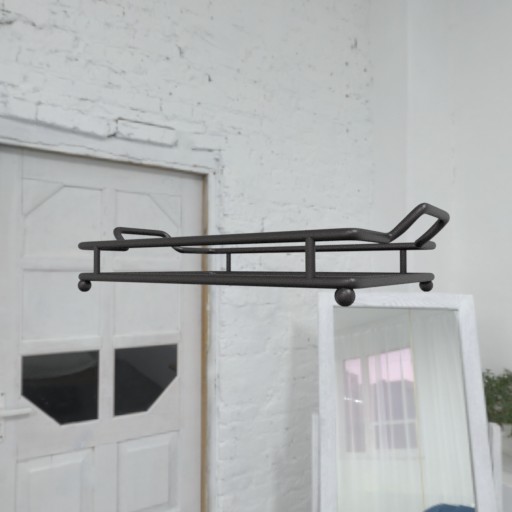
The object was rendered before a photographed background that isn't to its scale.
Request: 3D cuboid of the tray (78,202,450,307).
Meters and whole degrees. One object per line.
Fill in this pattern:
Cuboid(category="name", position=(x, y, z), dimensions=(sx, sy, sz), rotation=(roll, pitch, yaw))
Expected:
Cuboid(category="tray", position=(0.000, 0.000, 0.626), dimensions=(0.495, 0.101, 0.297), rotation=(-1, -2, 35))
